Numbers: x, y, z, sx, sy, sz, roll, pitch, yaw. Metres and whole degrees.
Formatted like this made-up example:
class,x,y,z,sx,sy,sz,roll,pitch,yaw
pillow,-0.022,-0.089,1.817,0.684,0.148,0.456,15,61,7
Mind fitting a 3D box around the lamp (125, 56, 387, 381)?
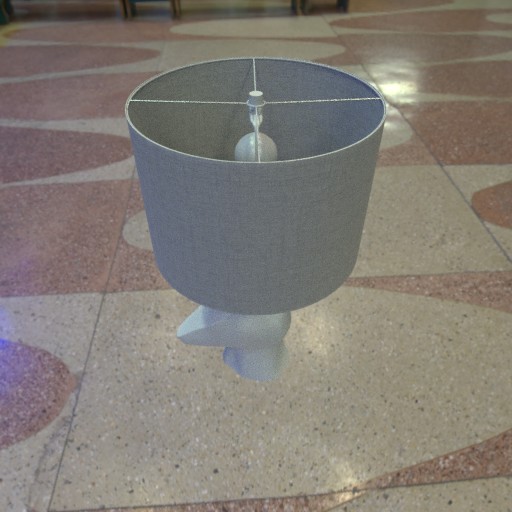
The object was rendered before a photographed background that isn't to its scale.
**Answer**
class,x,y,z,sx,sy,sz,roll,pitch,yaw
lamp,0.000,0.000,0.680,0.298,0.503,0.298,-1,42,-1
